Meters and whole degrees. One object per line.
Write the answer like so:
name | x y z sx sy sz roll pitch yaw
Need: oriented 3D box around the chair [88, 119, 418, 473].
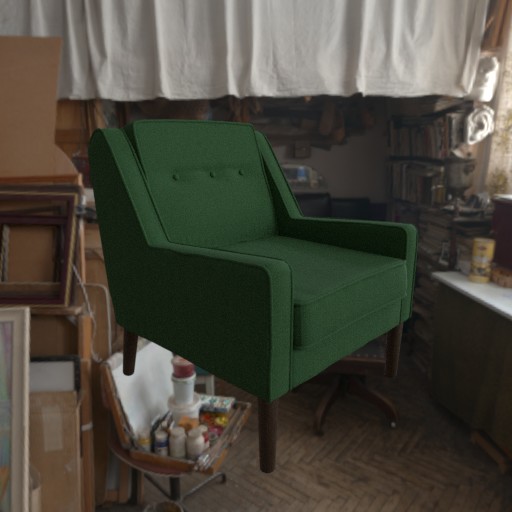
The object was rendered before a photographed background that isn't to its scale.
chair | 0.000 0.000 1.326 0.743 0.792 0.663 14 20 42
